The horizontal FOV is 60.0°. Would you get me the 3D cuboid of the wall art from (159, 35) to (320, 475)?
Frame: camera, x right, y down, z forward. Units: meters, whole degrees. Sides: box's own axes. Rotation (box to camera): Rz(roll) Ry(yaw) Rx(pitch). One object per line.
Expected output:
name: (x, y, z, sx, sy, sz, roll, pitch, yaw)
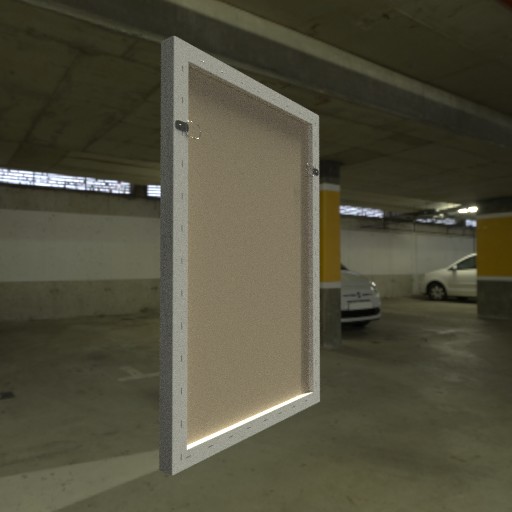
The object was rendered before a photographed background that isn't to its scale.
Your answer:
wall art: (0.000, 0.000, 1.179, 0.043, 0.914, 0.624, -1, -2, 37)
